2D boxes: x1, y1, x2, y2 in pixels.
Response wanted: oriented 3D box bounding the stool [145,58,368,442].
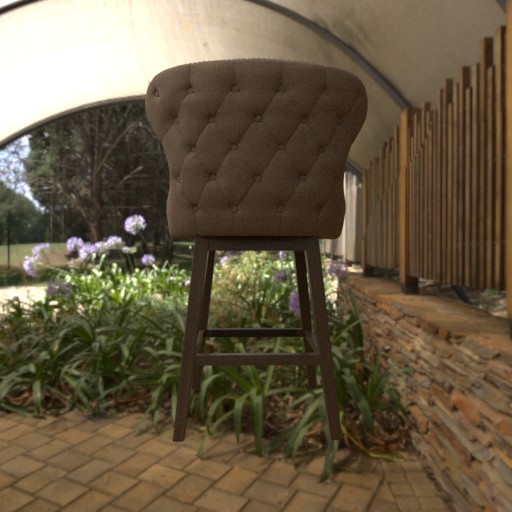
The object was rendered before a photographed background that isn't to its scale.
[{"bbox_3d":[0.000,0.000,1.358,0.615,0.972,0.597,0,1,-1],"label":"stool"}]
